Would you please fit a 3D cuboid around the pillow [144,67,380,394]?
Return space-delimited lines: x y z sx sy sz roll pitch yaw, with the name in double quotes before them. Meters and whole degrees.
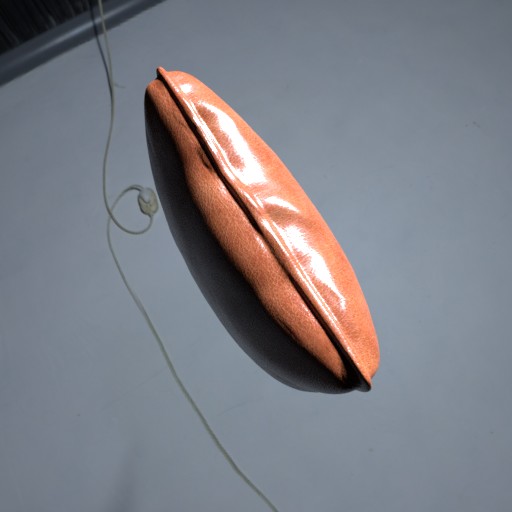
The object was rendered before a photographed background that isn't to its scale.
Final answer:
"pillow" 0.000 0.000 0.809 0.236 0.523 0.532 -31 77 -8
